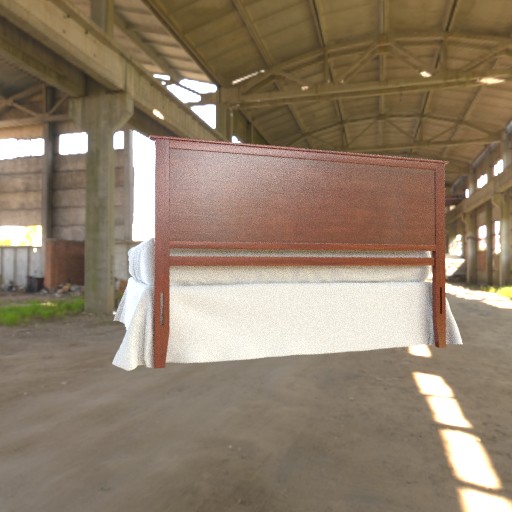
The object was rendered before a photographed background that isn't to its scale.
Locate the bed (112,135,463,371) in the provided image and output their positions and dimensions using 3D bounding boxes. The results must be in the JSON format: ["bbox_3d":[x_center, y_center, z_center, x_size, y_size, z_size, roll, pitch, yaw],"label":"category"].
[{"bbox_3d":[0.000,0.000,3.742,2.314,1.271,2.219,0,-1,-18],"label":"bed"}]
